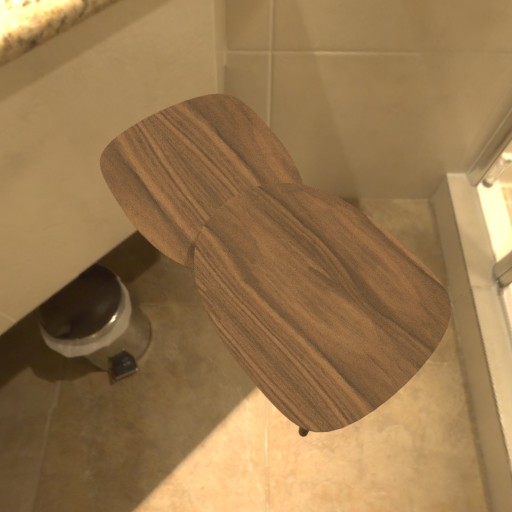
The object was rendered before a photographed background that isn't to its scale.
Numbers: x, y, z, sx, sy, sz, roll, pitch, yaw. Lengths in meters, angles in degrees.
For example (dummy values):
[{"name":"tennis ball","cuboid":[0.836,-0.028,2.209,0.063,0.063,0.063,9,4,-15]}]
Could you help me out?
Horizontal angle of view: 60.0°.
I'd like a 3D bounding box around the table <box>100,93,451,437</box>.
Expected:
[{"name":"table","cuboid":[0.000,0.000,1.370,0.527,0.429,1.084,-34,68,-15]}]
